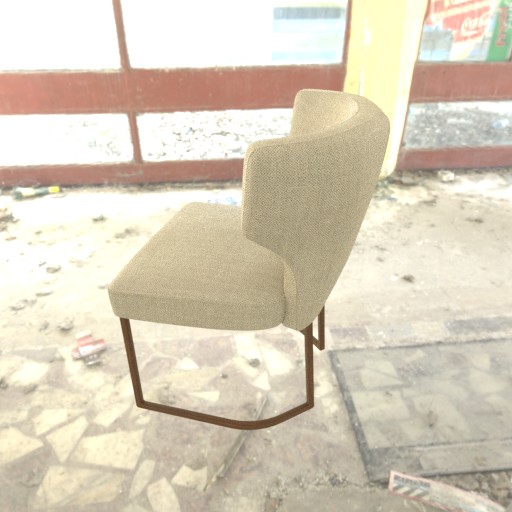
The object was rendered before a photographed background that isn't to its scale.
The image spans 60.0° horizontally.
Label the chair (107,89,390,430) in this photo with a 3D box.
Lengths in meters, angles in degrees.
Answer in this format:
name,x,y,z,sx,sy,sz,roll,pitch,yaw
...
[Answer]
name,x,y,z,sx,sy,sz,roll,pitch,yaw
chair,0.000,0.000,1.240,0.617,0.824,0.611,8,31,12
